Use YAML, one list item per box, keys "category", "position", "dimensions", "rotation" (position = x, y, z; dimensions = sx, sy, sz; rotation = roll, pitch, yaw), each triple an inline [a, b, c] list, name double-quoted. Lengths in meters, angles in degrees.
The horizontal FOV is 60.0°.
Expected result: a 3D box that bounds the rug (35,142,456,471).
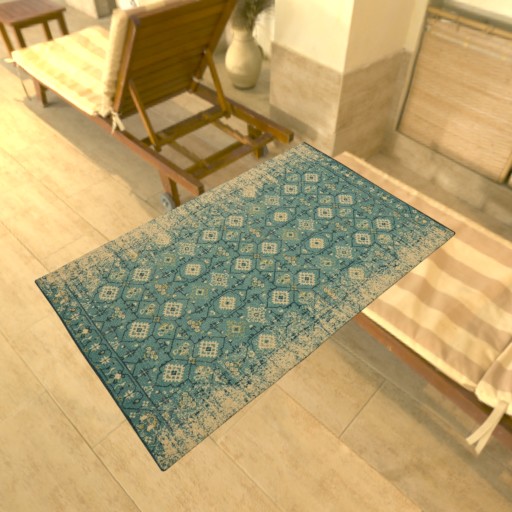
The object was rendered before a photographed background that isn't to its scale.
- category: "rug"
  position: [0.000, 0.000, 2.985]
  dimensions: [2.449, 0.015, 1.530]
  rotation: [-32, 55, -26]
